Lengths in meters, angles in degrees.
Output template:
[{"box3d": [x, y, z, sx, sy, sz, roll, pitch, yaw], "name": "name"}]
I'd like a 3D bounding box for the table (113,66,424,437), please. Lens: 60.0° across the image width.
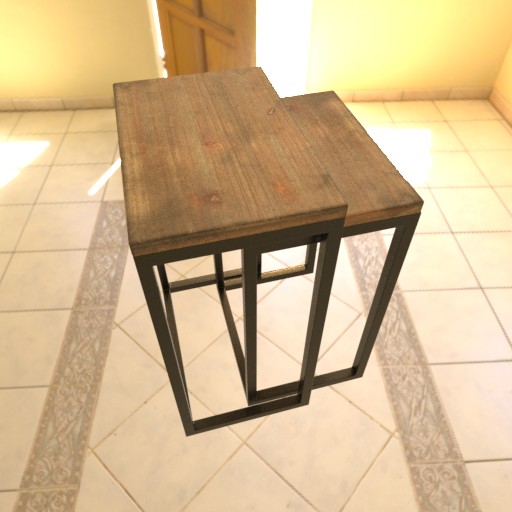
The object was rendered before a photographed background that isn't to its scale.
[{"box3d": [0.000, 0.000, 0.953, 0.460, 0.615, 0.456, -9, 48, -9], "name": "table"}]
